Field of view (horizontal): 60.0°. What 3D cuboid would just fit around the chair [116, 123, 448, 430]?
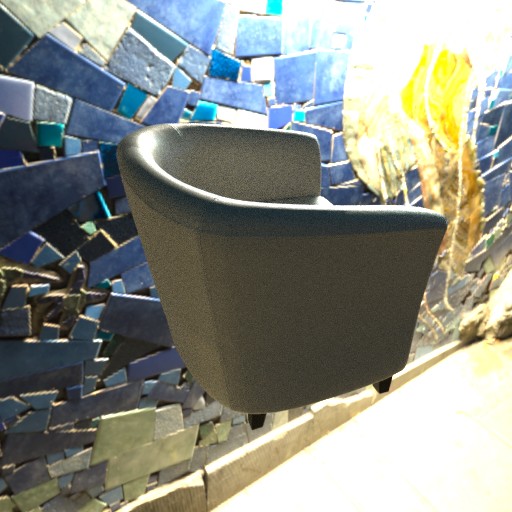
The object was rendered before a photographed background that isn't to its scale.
[{"bbox_3d":[0.000,0.000,1.379,0.727,0.756,0.792,-10,32,-16],"label":"chair"}]
